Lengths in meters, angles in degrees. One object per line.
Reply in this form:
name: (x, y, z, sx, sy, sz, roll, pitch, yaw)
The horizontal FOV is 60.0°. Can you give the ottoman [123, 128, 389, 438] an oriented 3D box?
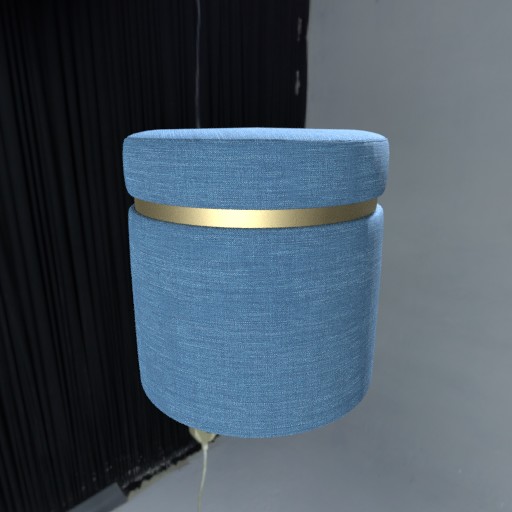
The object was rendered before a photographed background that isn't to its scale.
ottoman: (0.000, 0.000, 0.730, 0.398, 0.406, 0.398, 0, 16, 0)
